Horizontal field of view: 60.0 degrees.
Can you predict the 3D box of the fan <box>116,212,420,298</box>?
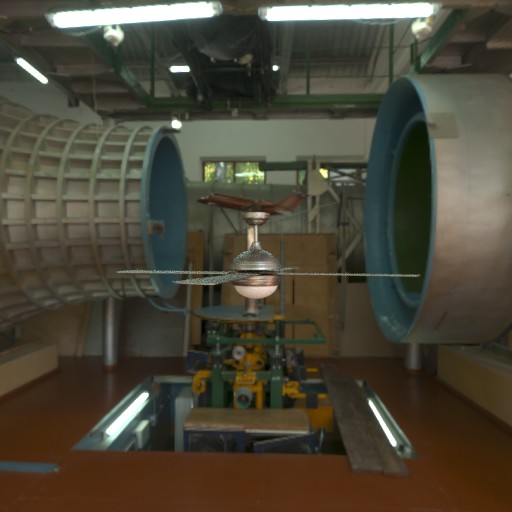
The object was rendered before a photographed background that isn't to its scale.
[{"bbox_3d":[0.000,0.000,1.988,1.321,0.381,1.321,0,1,37],"label":"fan"}]
